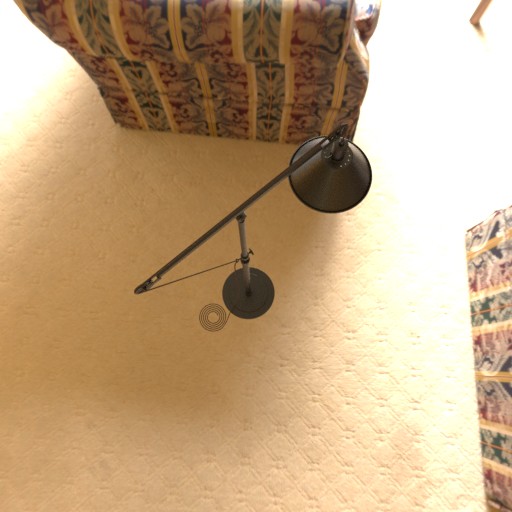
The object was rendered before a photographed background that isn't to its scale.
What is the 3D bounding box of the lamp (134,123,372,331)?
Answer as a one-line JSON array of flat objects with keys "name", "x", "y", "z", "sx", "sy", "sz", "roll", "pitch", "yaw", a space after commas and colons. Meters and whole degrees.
[{"name": "lamp", "x": 0.000, "y": 0.000, "z": 1.941, "sx": 0.904, "sy": 1.626, "sz": 0.319, "roll": -33, "pitch": 78, "yaw": -8}]
